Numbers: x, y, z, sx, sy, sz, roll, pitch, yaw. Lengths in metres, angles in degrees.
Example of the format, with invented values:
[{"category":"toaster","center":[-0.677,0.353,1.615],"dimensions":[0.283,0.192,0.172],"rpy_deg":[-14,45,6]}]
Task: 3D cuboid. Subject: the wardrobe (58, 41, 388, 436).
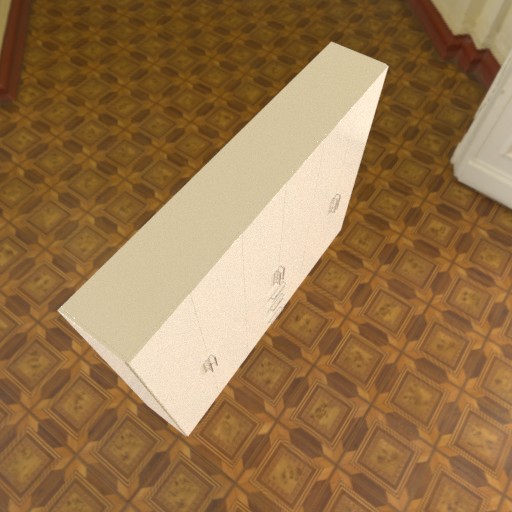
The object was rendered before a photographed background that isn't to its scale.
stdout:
[{"category":"wardrobe","center":[0.000,0.000,4.019],"dimensions":[0.580,2.360,3.000],"rpy_deg":[31,64,17]}]
